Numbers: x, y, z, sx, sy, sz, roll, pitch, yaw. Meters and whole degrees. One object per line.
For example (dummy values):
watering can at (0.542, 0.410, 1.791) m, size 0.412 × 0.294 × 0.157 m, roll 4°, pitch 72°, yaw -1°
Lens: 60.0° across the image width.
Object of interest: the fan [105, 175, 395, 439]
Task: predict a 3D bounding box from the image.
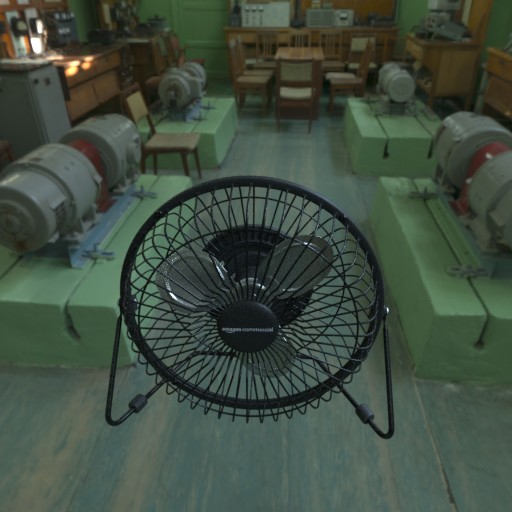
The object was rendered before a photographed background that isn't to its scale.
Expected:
fan at (0.000, 0.000, 0.373) m, size 0.209 × 0.188 × 0.227 m, roll 2°, pitch 32°, yaw 3°
